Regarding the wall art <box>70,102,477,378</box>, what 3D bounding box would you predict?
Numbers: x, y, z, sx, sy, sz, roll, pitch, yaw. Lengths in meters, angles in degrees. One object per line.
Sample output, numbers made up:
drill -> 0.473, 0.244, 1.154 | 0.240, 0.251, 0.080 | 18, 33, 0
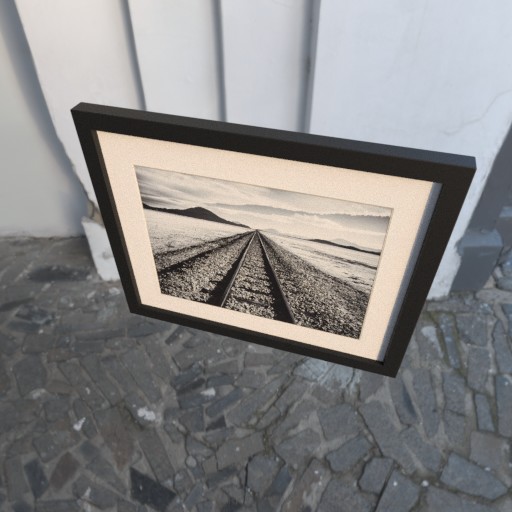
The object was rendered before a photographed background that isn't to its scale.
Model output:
wall art -> 0.000, 0.000, 0.752 | 0.559, 0.458, 0.029 | 12, 44, 12
